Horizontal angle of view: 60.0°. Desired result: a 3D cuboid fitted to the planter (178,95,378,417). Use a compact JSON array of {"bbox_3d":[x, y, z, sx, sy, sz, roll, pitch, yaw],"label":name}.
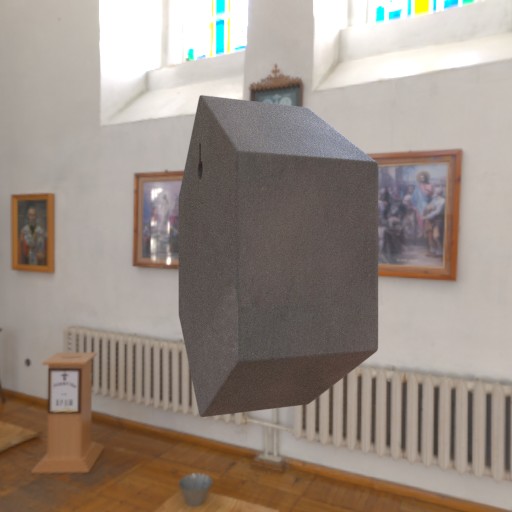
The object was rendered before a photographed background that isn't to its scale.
[{"bbox_3d":[0.000,0.000,0.297,0.077,0.206,0.169,0,0,-19],"label":"planter"}]
